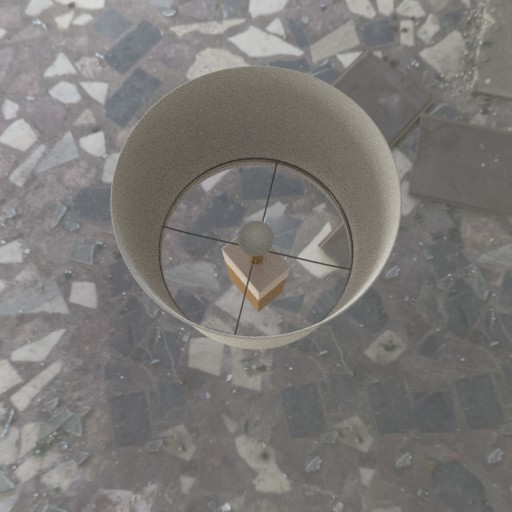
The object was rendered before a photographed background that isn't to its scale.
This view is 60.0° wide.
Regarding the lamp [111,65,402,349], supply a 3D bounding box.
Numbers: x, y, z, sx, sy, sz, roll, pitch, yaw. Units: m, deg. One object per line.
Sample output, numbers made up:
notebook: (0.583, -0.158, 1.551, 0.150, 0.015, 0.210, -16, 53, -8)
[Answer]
lamp: (0.000, 0.000, 0.550, 0.229, 0.417, 0.229, -39, 79, -9)
